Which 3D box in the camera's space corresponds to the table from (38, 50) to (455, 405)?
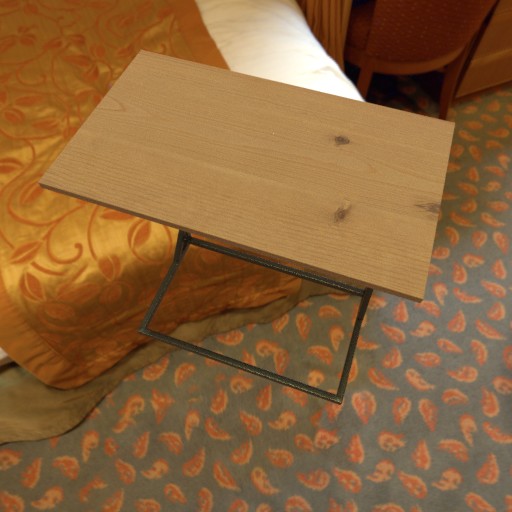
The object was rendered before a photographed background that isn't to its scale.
[{"bbox_3d":[0.000,0.000,1.013,0.597,0.673,0.351,17,61,10],"label":"table"}]
